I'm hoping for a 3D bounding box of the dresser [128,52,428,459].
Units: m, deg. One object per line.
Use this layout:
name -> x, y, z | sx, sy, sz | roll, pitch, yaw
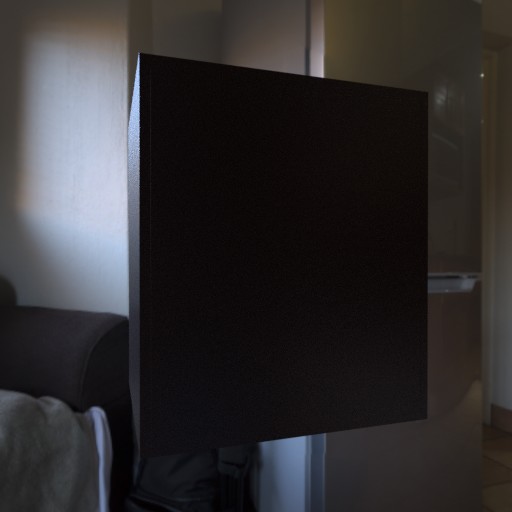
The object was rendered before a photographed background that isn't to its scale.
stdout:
dresser -> 0.000, 0.000, 0.743 | 0.400, 0.470, 0.360 | 0, 0, -18
